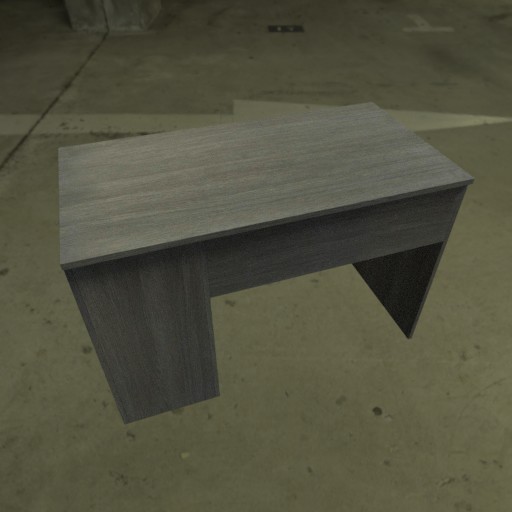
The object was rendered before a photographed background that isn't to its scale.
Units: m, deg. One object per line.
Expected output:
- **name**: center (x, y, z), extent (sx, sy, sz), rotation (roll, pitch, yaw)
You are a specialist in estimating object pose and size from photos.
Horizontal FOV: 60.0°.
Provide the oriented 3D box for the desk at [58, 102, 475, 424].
- **desk**: center (0.000, 0.000, 1.537), extent (1.096, 0.730, 0.560), rotation (-13, 43, -14)
